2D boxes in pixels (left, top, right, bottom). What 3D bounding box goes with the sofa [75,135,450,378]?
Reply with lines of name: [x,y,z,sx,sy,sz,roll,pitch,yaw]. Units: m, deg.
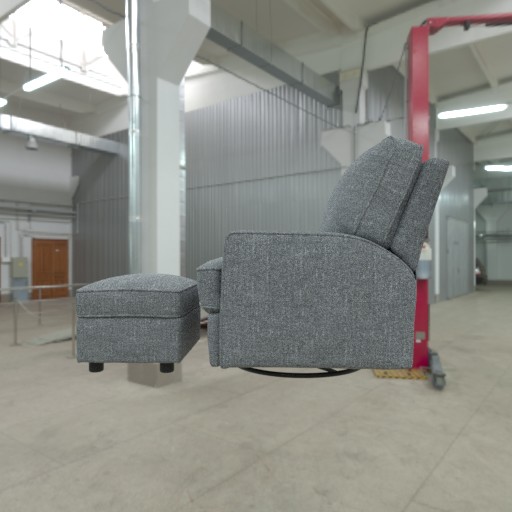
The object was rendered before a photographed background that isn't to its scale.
sofa: [0.000,0.000,2.040,1.472,0.959,0.861,0,0,2]
